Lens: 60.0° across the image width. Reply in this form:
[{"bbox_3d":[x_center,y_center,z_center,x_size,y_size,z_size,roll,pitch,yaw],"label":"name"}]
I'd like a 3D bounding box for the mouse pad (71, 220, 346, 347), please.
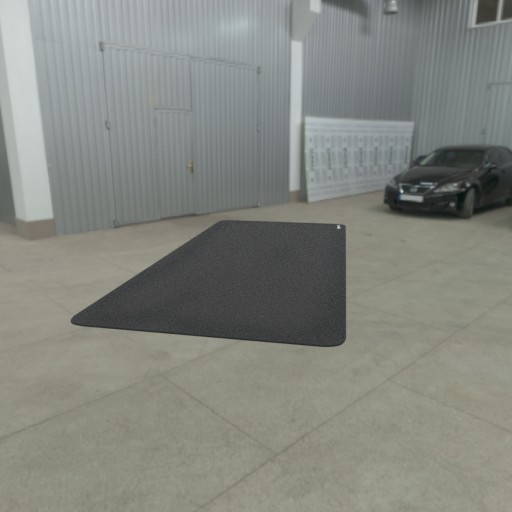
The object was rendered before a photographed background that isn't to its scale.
[{"bbox_3d":[0.000,0.000,1.065,0.424,0.003,0.907,3,15,11],"label":"mouse pad"}]
